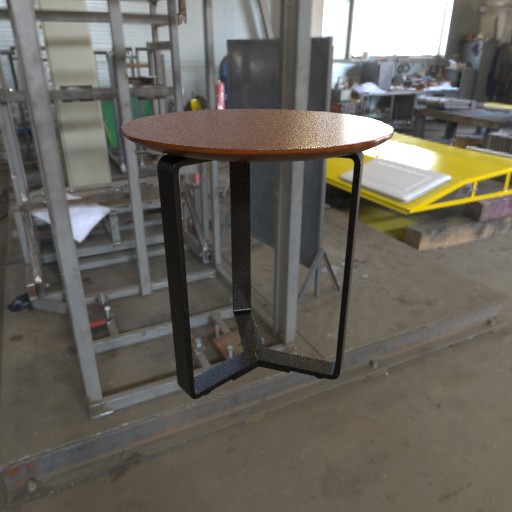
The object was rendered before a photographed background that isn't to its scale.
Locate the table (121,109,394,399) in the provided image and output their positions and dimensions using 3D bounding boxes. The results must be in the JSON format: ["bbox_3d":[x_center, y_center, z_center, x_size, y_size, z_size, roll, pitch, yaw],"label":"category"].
[{"bbox_3d":[0.000,0.000,0.779,0.410,0.450,0.380,8,26,17],"label":"table"}]
